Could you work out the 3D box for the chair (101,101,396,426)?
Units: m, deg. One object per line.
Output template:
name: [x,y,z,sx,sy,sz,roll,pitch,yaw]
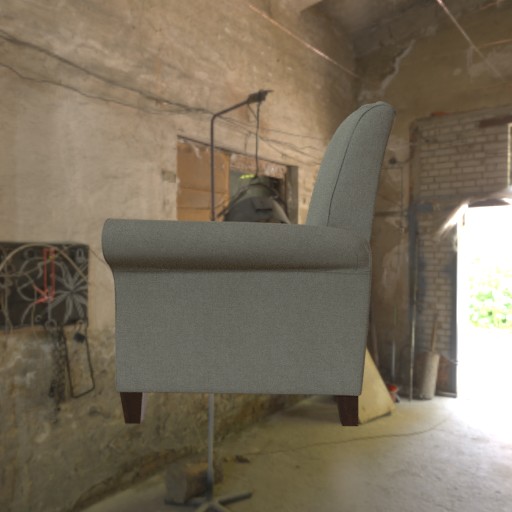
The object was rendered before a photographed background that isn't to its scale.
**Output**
chair: [0.000,0.000,1.749,0.905,1.061,0.978,0,1,2]
